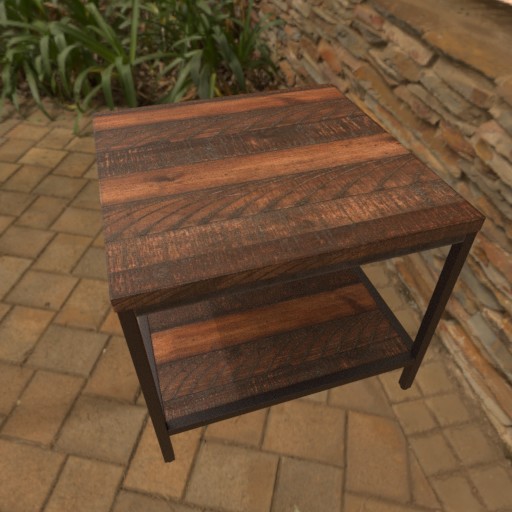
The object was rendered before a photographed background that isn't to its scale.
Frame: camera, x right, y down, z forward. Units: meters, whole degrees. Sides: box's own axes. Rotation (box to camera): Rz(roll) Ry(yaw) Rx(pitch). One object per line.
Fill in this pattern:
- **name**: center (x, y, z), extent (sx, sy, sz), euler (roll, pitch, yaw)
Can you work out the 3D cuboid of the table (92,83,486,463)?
- **table**: center (0.000, 0.000, 0.957), extent (0.548, 0.482, 0.553), euler (-12, 43, -13)
